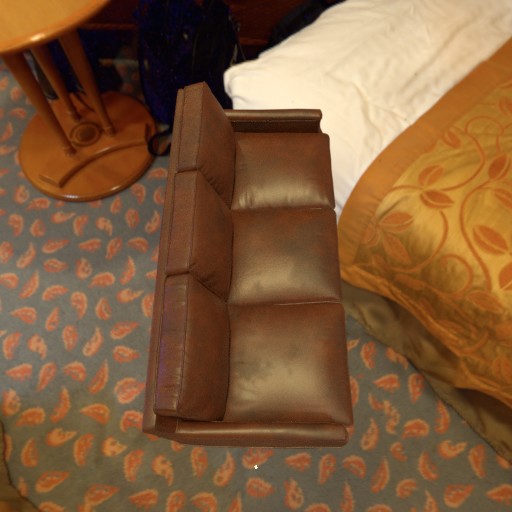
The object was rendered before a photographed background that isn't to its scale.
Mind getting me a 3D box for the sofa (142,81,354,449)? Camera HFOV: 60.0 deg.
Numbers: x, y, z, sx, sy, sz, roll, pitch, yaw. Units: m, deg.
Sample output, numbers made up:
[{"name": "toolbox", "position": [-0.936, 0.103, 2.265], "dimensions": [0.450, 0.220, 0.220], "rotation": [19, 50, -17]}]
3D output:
[{"name": "sofa", "position": [0.000, 0.000, 2.839], "dimensions": [1.084, 1.003, 2.240], "rotation": [0, 65, 0]}]
